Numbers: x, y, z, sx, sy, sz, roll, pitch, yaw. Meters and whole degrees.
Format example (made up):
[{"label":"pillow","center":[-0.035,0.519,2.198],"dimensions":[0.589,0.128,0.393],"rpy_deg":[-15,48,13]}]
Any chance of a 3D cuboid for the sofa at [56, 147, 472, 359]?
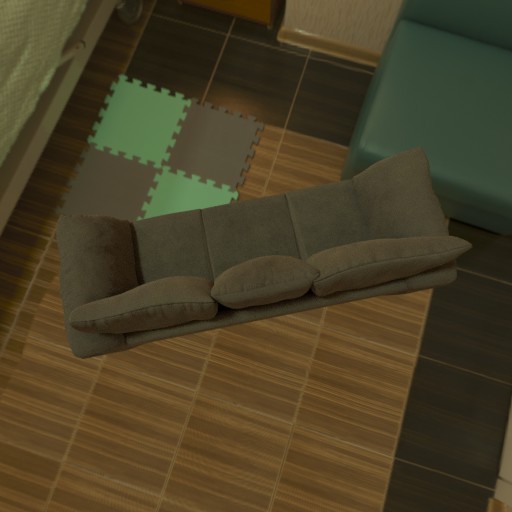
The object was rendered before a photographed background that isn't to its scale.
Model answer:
[{"label":"sofa","center":[0.000,0.000,2.845],"dimensions":[2.336,1.073,0.878],"rpy_deg":[-11,77,-3]}]
